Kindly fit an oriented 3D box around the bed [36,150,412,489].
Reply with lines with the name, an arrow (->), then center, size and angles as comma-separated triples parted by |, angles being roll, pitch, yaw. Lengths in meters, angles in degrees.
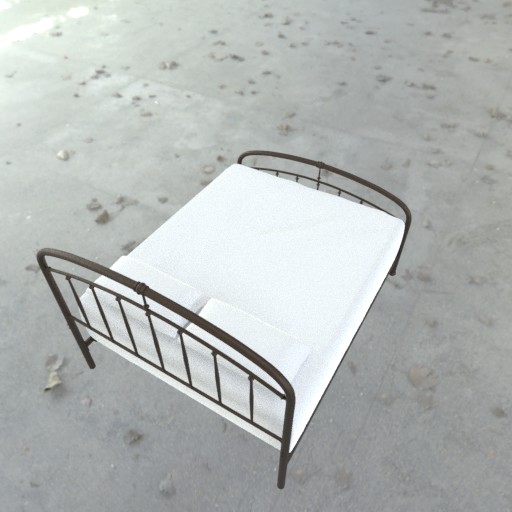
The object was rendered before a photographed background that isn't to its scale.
bed -> 0.000, 0.000, 3.236 | 1.711, 1.425, 2.180 | 23, 49, 22
